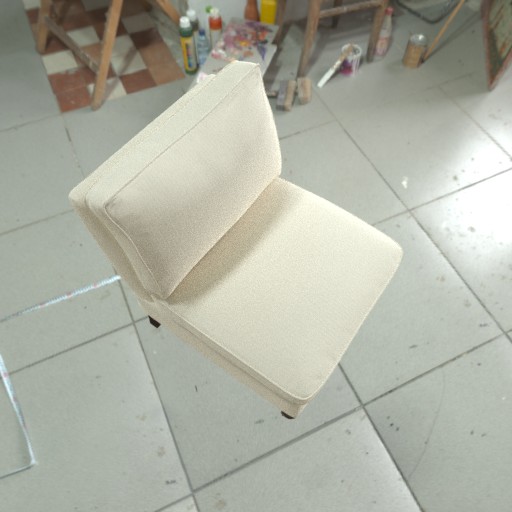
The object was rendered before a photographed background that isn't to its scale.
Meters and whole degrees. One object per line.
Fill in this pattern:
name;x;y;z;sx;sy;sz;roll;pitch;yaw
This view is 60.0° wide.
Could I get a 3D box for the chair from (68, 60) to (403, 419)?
chair;0.000;0.000;1.419;0.781;0.887;0.630;32;64;17
